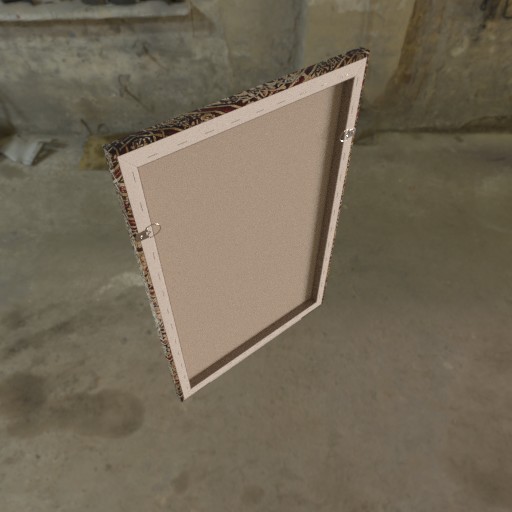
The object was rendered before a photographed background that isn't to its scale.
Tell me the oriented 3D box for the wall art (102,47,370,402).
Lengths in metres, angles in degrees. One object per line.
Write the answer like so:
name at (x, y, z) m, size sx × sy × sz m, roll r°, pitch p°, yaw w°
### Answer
wall art at (0.000, 0.000, 1.154) m, size 0.599 × 0.904 × 0.030 m, roll -30°, pitch 54°, yaw -25°
